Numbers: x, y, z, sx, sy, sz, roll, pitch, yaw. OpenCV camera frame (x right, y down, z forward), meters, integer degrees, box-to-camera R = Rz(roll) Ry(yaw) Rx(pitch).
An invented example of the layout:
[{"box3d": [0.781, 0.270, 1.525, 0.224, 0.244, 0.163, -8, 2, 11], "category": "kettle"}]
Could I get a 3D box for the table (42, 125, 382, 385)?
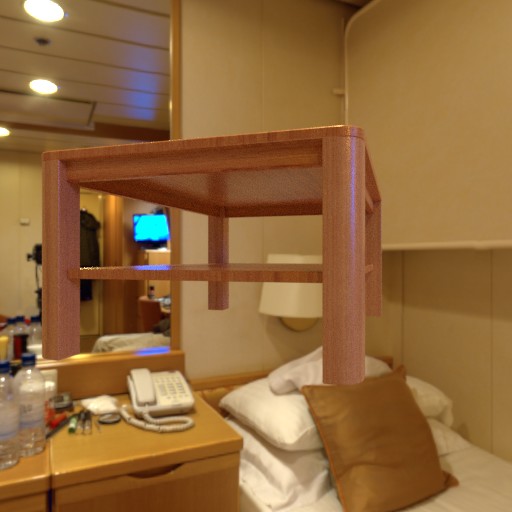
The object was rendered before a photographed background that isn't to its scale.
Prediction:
[{"box3d": [0.000, 0.000, 1.326, 0.696, 0.445, 0.997, 0, 0, 18], "category": "table"}]
